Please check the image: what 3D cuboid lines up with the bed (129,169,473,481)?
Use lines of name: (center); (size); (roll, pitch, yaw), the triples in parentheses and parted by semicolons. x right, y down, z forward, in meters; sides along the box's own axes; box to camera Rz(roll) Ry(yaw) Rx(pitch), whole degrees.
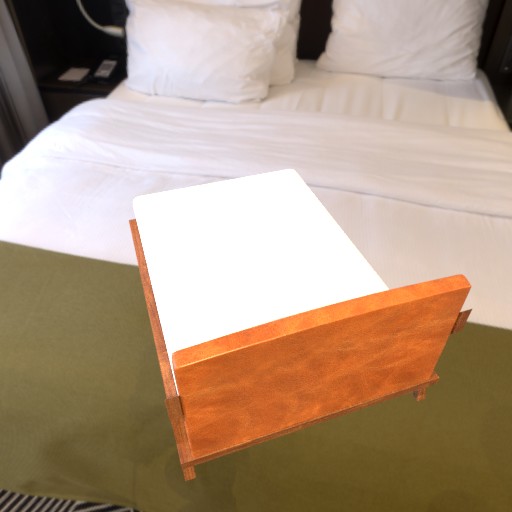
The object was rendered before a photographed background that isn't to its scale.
bed: (0.000, 0.000, 3.214); (1.651, 1.168, 2.311); (-13, 43, -14)
